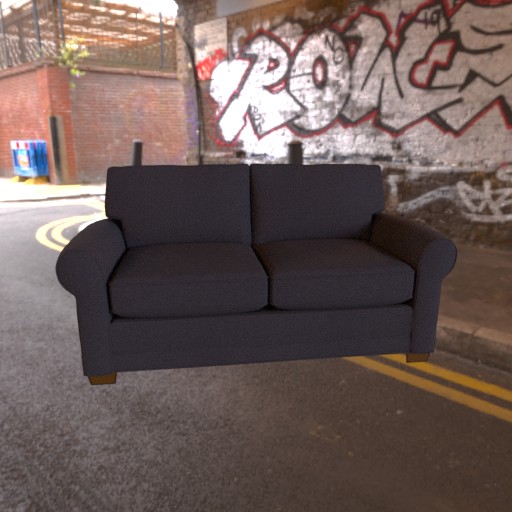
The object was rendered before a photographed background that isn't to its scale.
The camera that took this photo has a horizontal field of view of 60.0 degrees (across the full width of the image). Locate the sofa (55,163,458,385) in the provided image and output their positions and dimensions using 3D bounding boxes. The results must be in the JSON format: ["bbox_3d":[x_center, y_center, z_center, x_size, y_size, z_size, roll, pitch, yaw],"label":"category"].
[{"bbox_3d":[0.000,0.000,2.579,2.009,1.031,0.951,-2,15,-8],"label":"sofa"}]
